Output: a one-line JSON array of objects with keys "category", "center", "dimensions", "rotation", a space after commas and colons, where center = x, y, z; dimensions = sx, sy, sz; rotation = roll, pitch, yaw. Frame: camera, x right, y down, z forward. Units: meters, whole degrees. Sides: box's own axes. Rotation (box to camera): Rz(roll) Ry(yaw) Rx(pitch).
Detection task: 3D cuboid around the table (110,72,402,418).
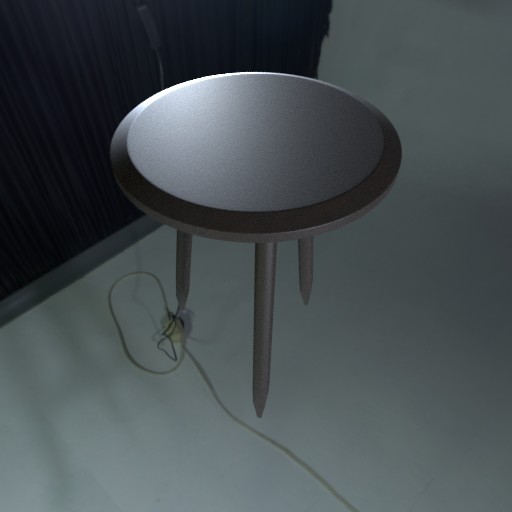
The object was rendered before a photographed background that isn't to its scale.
[{"category": "table", "center": [0.000, 0.000, 0.916], "dimensions": [0.457, 0.585, 0.457], "rotation": [0, 47, 0]}]
